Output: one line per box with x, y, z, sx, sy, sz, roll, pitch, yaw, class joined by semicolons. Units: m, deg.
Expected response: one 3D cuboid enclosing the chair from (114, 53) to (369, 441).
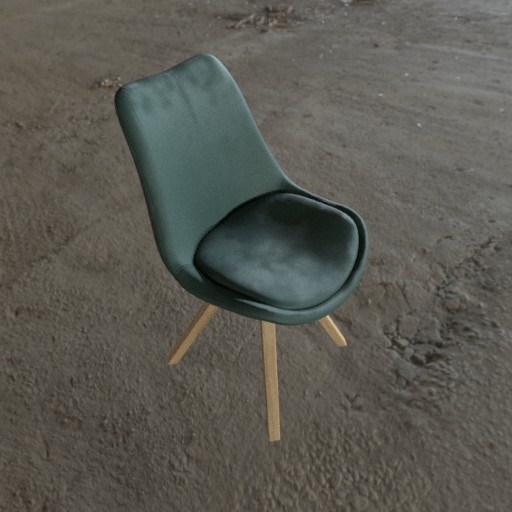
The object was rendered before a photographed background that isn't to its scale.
0.000;0.000;1.174;0.547;0.865;0.483;26;49;26;chair
